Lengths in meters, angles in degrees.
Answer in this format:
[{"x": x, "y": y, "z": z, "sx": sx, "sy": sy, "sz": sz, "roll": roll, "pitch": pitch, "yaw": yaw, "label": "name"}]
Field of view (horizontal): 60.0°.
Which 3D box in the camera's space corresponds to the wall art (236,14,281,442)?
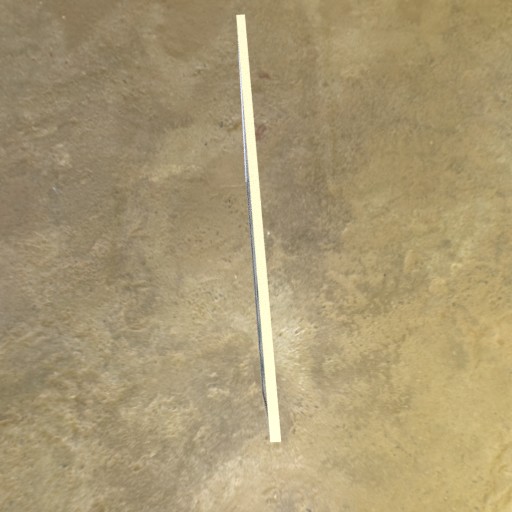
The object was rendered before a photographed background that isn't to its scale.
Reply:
[{"x": 0.000, "y": 0.000, "z": 0.822, "sx": 0.012, "sy": 0.557, "sz": 0.557, "roll": -4, "pitch": 76, "yaw": -1, "label": "wall art"}]
